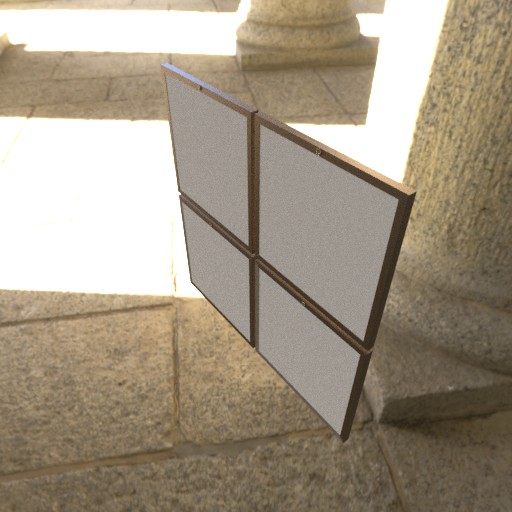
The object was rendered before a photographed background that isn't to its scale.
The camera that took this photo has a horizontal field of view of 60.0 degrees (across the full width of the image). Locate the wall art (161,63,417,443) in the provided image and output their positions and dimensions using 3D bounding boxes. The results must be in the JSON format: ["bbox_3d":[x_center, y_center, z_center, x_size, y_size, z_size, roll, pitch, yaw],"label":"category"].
[{"bbox_3d":[0.000,0.000,1.541,0.030,1.032,1.032,-27,47,-28],"label":"wall art"}]
